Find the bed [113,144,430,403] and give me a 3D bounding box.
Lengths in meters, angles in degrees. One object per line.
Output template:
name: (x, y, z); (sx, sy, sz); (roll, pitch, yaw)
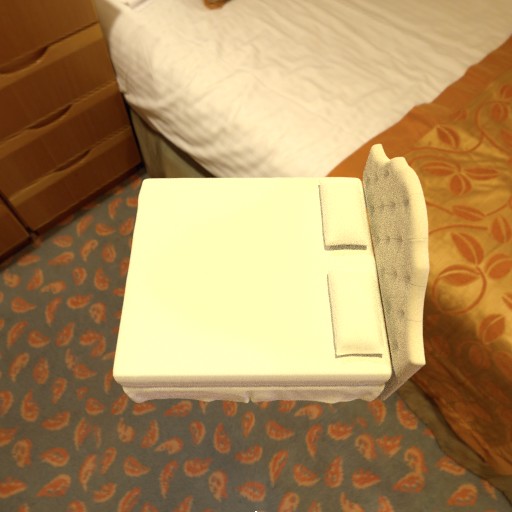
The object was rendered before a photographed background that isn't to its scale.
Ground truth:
bed: (0.000, 0.000, 3.611); (2.214, 1.615, 2.008); (0, 60, 0)
